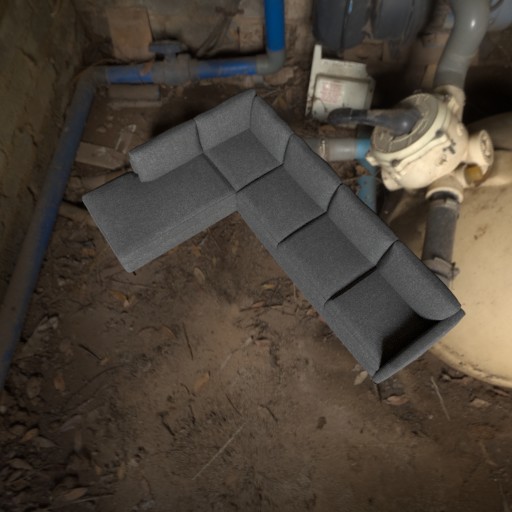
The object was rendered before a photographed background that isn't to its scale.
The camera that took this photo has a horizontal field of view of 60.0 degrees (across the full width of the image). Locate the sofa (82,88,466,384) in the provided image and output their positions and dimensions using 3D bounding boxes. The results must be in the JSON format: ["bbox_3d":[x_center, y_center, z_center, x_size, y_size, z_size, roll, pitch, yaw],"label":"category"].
[{"bbox_3d":[0.000,0.000,3.903,2.007,0.815,2.949,-33,68,-15],"label":"sofa"}]
